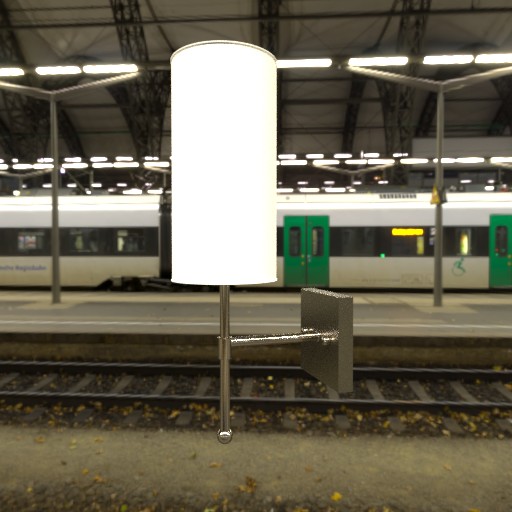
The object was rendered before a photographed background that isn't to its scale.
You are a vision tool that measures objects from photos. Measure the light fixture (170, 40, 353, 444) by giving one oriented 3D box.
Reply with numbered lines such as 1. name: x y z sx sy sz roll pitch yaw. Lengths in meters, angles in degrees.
1. light fixture: 0.000 0.000 0.552 0.208 0.462 0.128 0 2 -17
